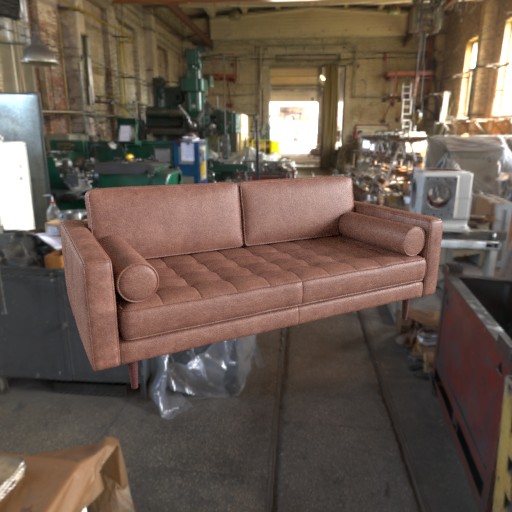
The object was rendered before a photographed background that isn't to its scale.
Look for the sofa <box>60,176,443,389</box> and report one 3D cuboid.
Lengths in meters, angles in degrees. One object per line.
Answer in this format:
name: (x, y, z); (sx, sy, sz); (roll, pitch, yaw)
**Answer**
sofa: (0.000, 0.000, 2.393); (1.870, 0.760, 0.910); (-8, 17, -27)
